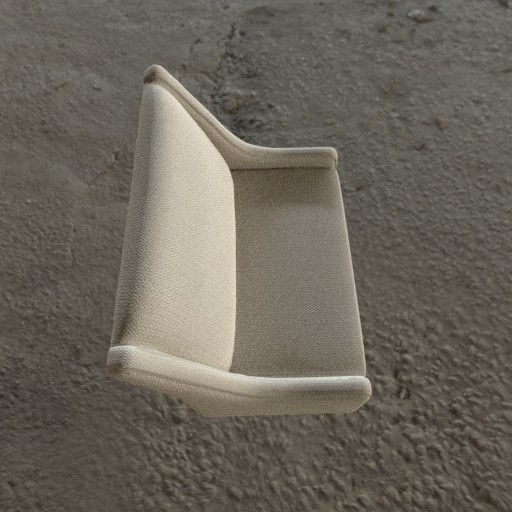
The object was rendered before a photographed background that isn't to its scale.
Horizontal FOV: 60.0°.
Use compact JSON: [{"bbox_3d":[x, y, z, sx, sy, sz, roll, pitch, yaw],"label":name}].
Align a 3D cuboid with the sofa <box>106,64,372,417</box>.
[{"bbox_3d":[0.000,0.000,1.918,0.870,1.022,1.242,-1,62,-1],"label":"sofa"}]
